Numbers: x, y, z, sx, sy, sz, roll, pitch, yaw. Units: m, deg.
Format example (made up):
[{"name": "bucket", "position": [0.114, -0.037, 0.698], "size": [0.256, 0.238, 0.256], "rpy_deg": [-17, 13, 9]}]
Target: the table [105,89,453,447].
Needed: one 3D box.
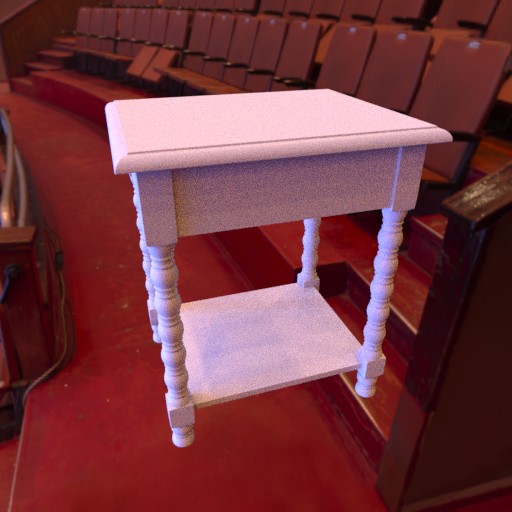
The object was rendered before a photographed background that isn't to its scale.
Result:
[{"name": "table", "position": [0.000, 0.000, 0.841], "size": [0.460, 0.531, 0.381], "rpy_deg": [-9, 30, -16]}]
